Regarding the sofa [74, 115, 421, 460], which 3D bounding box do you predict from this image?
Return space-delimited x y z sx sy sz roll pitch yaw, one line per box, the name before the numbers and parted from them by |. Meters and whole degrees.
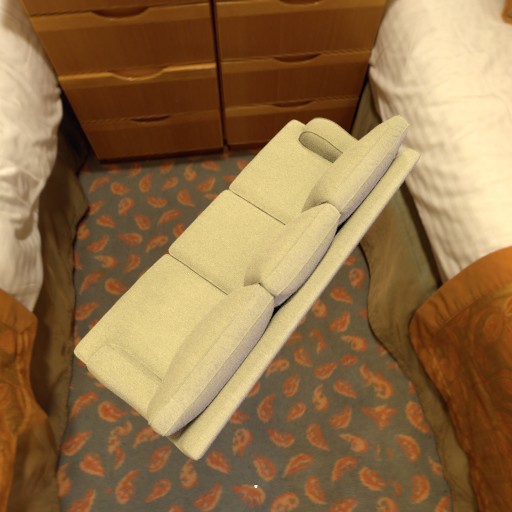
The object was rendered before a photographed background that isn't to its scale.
sofa | 0.000 0.000 2.863 1.016 0.991 2.323 34 67 16
